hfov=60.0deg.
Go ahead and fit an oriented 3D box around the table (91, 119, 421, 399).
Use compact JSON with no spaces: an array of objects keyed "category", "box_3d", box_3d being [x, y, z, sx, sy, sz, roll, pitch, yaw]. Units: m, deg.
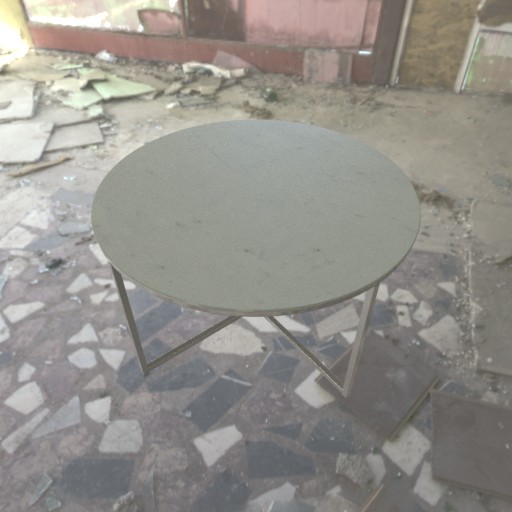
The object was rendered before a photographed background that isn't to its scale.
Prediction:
[{"category":"table","box_3d":[0.000,0.000,1.264,0.800,0.450,0.800,0,42,0]}]
